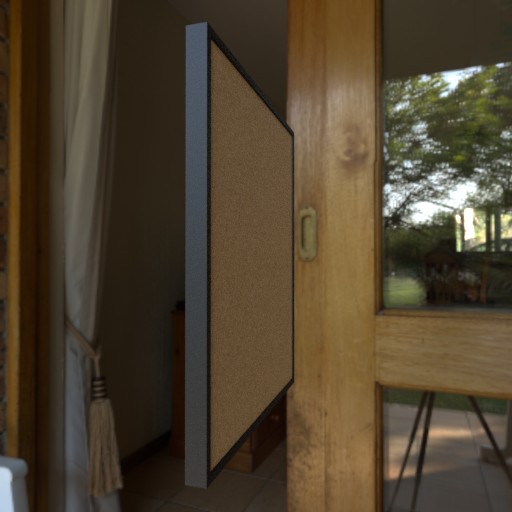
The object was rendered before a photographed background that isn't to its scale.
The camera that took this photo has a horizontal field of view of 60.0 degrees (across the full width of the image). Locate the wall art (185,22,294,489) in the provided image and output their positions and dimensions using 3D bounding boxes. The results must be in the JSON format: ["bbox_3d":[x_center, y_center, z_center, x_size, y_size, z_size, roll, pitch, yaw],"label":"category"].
[{"bbox_3d":[0.000,0.000,0.522,0.019,0.381,0.330,0,-1,17],"label":"wall art"}]
